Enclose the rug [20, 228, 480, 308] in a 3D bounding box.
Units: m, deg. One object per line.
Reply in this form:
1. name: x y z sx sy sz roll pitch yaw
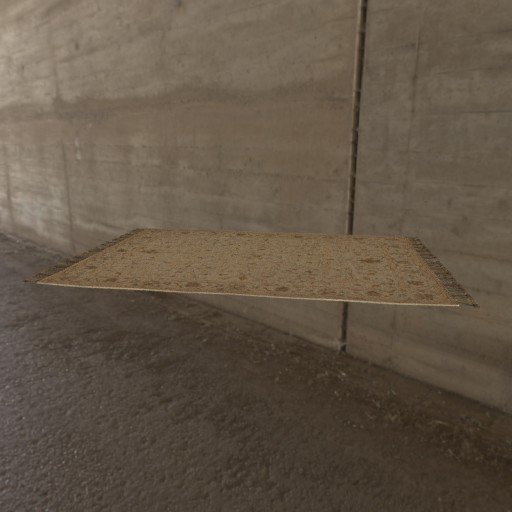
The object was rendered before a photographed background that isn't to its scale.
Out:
1. rug: 0.000 0.000 2.332 1.861 0.017 1.218 2 15 9
